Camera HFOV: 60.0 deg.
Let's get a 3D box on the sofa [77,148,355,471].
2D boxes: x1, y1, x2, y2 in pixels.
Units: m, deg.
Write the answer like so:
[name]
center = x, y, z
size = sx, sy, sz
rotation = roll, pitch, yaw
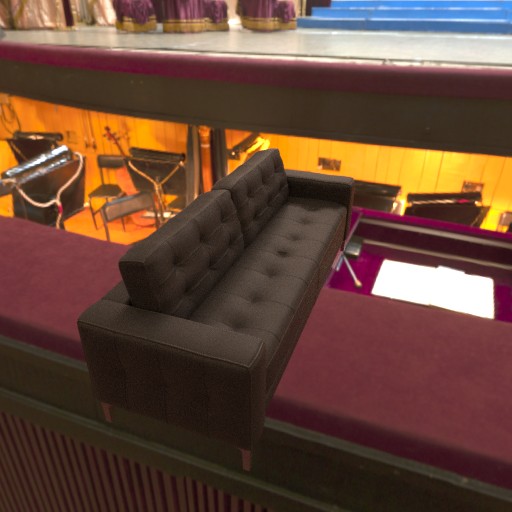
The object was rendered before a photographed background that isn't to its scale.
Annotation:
[sofa]
center = 0.000, 0.000, 2.773
size = 0.833, 0.893, 2.275
rotation = 11, 31, 18
